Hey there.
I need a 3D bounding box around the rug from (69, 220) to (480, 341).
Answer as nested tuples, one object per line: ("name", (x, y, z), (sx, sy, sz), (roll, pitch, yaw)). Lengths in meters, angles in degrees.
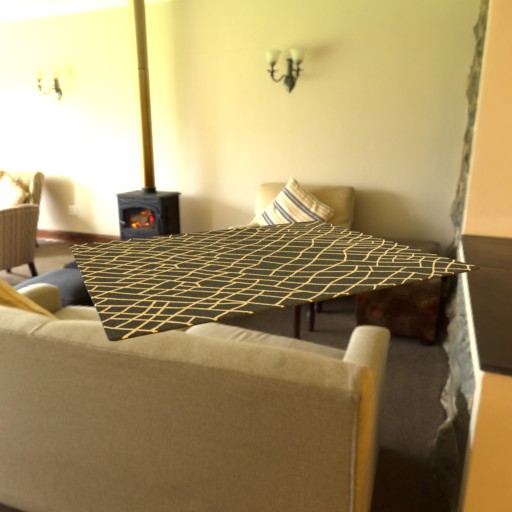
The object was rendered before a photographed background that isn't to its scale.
("rug", (0.000, 0.000, 4.139), (3.047, 0.022, 2.439), (-8, 17, -26))
